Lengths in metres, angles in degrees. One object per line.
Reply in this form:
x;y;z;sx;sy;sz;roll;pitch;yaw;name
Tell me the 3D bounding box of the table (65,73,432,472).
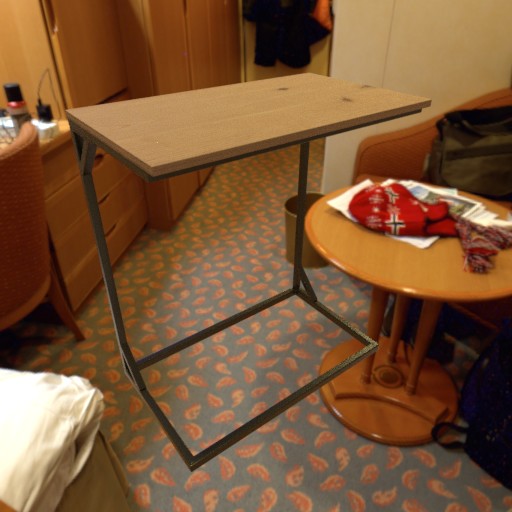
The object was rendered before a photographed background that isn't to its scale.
0.000;0.000;1.011;0.597;0.673;0.351;-22;39;-31;table
